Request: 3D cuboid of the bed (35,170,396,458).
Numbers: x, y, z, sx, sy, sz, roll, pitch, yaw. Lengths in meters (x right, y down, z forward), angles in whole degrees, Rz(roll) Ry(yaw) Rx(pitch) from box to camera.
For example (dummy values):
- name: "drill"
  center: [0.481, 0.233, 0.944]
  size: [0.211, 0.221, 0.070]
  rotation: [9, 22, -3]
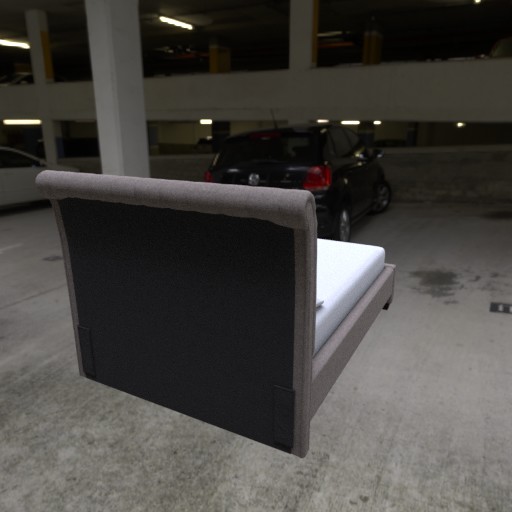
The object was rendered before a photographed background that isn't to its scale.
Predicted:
- name: "bed"
  center: [0.000, 0.000, 3.272]
  size: [1.645, 1.371, 2.252]
  rotation: [9, 19, 27]
